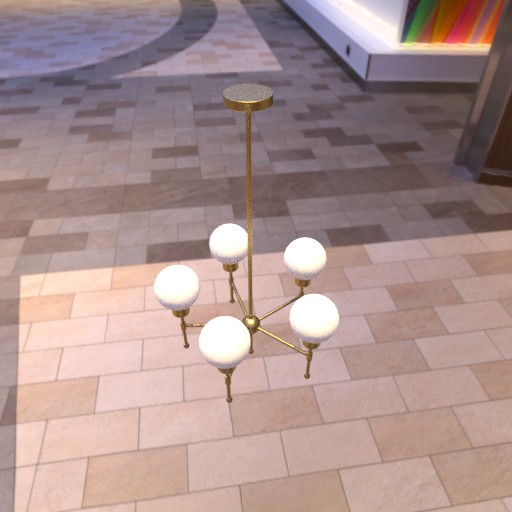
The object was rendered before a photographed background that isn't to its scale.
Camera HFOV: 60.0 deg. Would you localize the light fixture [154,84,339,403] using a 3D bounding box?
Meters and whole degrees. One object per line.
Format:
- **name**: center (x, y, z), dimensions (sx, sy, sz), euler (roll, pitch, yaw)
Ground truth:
- **light fixture**: center (0.000, 0.000, 1.826), dimensions (0.785, 1.331, 0.815), euler (24, 46, 26)
